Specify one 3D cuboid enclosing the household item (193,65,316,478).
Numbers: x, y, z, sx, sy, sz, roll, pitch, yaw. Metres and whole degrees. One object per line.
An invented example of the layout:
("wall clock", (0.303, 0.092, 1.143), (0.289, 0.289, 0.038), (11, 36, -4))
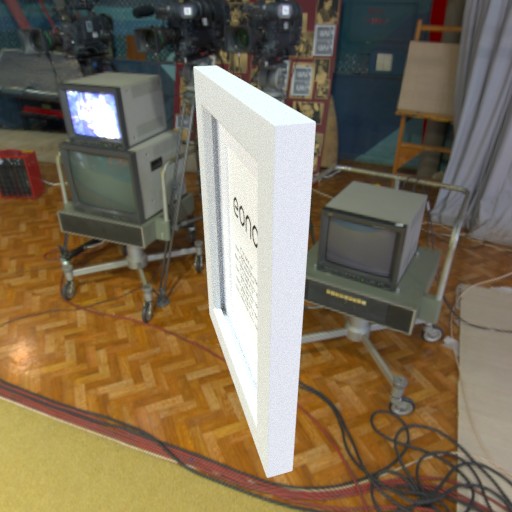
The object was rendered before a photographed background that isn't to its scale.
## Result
("household item", (0.000, 0.000, 0.343), (0.045, 0.250, 0.200), (-9, 31, -15))
